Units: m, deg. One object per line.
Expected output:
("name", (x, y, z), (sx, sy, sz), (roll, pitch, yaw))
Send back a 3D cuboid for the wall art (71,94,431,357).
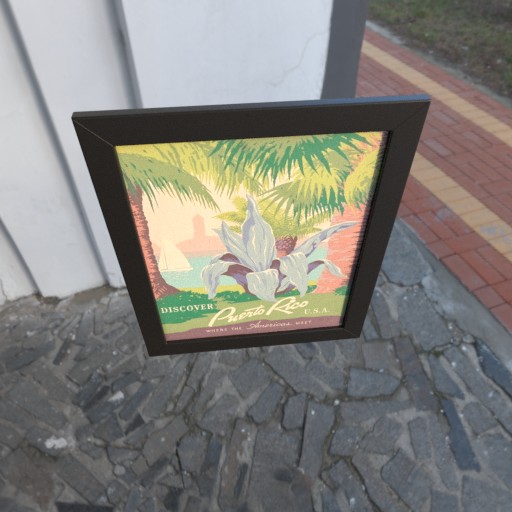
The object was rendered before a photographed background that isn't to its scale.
("wall art", (0.000, 0.000, 0.803), (0.481, 0.582, 0.018), (-4, 46, -4))
